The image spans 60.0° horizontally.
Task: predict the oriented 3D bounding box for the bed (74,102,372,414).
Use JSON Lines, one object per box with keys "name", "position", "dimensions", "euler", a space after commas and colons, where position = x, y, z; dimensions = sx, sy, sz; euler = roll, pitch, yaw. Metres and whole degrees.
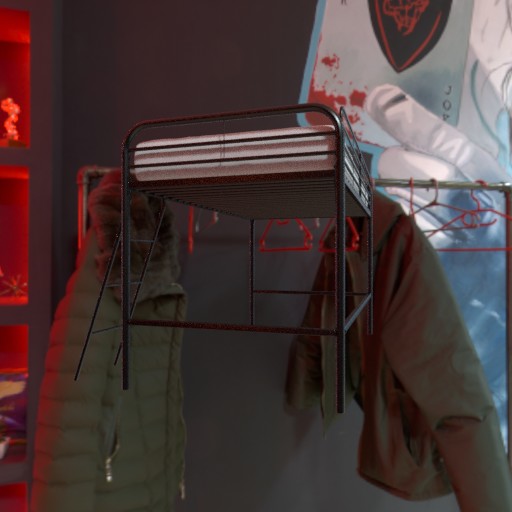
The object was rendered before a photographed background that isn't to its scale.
{"name": "bed", "position": [0.000, 0.000, 2.950], "dimensions": [1.393, 1.289, 1.968], "euler": [0, 0, 18]}
